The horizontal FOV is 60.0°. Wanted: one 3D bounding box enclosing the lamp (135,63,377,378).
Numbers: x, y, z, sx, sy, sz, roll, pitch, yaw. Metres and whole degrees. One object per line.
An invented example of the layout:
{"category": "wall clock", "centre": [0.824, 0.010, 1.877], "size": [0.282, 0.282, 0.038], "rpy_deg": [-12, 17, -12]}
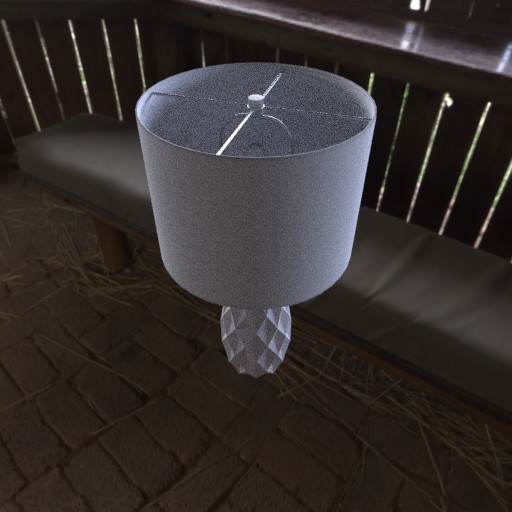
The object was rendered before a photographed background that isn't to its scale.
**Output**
{"category": "lamp", "centre": [0.000, 0.000, 0.723], "size": [0.297, 0.522, 0.297], "rpy_deg": [0, 41, 0]}
